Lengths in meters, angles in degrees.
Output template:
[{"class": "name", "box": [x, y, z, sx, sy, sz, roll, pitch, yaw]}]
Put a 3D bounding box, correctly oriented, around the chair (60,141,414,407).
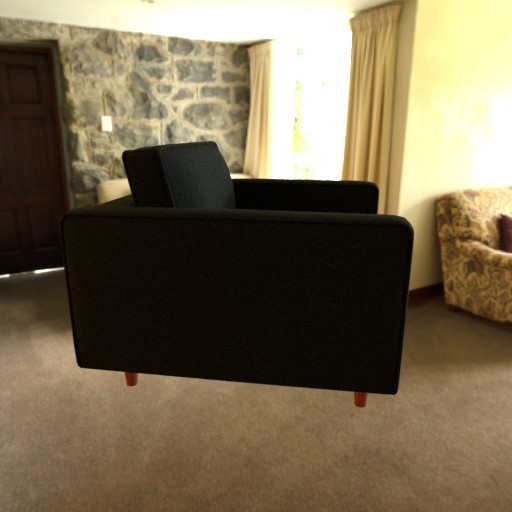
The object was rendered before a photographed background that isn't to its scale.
[{"class": "chair", "box": [0.000, 0.000, 1.552, 0.920, 0.770, 0.899, 2, 16, 9]}]
